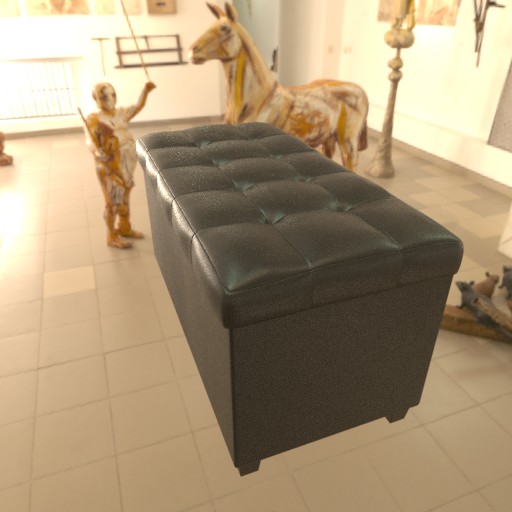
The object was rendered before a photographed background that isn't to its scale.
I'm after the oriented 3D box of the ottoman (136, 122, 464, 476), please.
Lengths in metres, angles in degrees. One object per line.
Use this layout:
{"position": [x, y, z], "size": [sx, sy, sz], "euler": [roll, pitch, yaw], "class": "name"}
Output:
{"position": [0.000, 0.000, 1.089], "size": [0.432, 0.470, 0.838], "euler": [-11, 32, -18], "class": "ottoman"}
